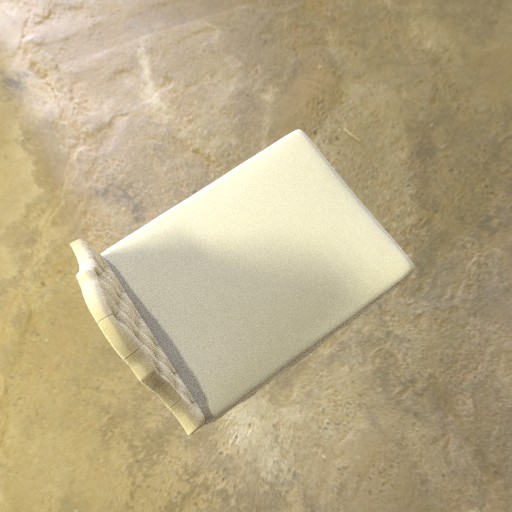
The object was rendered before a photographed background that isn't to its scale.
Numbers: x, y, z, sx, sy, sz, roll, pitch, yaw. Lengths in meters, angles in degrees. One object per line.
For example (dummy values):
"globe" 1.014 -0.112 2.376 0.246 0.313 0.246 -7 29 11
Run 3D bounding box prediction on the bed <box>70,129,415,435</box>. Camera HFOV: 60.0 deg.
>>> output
"bed" 0.000 0.000 3.297 2.092 1.575 1.627 -34 77 -9
